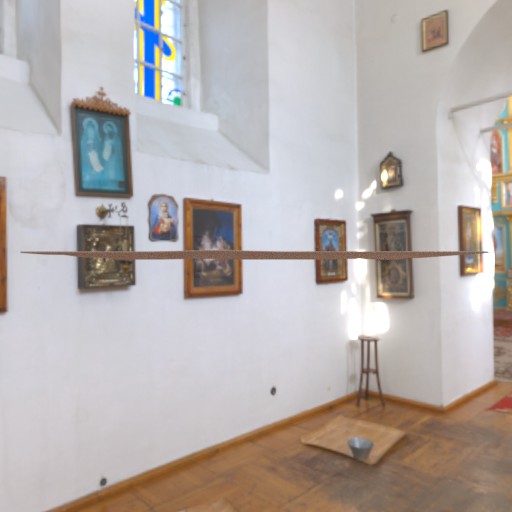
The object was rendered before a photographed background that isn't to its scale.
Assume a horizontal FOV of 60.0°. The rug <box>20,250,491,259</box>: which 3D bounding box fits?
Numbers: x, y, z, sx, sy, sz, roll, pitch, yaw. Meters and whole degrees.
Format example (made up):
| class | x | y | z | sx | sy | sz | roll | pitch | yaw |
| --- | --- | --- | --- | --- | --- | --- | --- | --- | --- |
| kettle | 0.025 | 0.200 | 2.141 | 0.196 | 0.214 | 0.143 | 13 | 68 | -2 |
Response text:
| class | x | y | z | sx | sy | sz | roll | pitch | yaw |
| --- | --- | --- | --- | --- | --- | --- | --- | --- | --- |
| rug | 0.000 | 0.000 | 3.055 | 2.439 | 0.015 | 1.524 | 0 | -2 | 0 |
